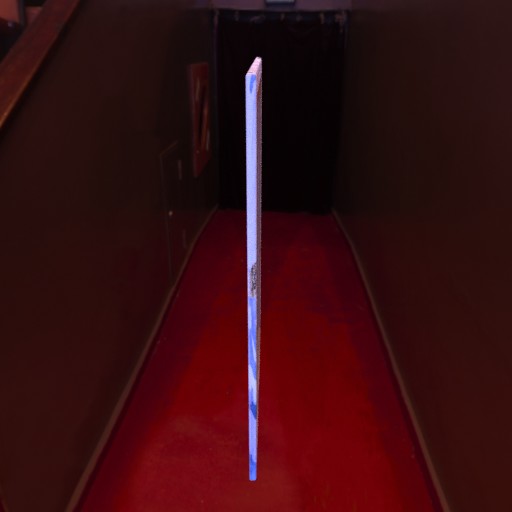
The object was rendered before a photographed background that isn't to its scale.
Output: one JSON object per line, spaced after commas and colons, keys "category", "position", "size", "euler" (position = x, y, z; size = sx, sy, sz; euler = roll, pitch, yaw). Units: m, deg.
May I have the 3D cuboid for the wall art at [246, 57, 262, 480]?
{"category": "wall art", "position": [0.000, 0.000, 1.144], "size": [0.016, 0.914, 0.610], "euler": [1, 26, 1]}
